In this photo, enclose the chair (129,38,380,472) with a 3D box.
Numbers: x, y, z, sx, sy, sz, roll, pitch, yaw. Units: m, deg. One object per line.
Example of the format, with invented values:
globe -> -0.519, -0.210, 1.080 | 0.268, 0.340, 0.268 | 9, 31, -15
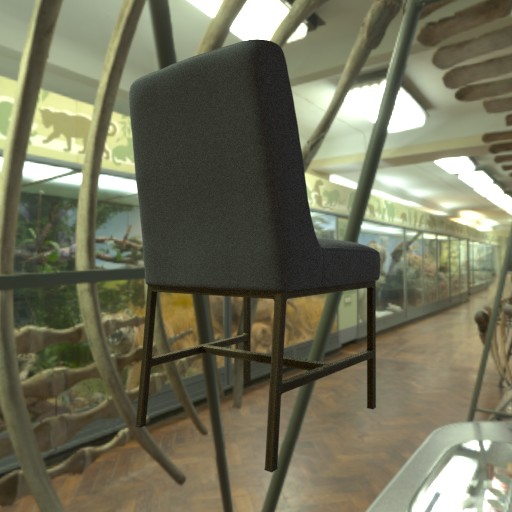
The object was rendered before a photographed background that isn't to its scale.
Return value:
chair -> 0.000, 0.000, 1.228 | 0.508, 0.889, 0.587 | 0, -1, 36
